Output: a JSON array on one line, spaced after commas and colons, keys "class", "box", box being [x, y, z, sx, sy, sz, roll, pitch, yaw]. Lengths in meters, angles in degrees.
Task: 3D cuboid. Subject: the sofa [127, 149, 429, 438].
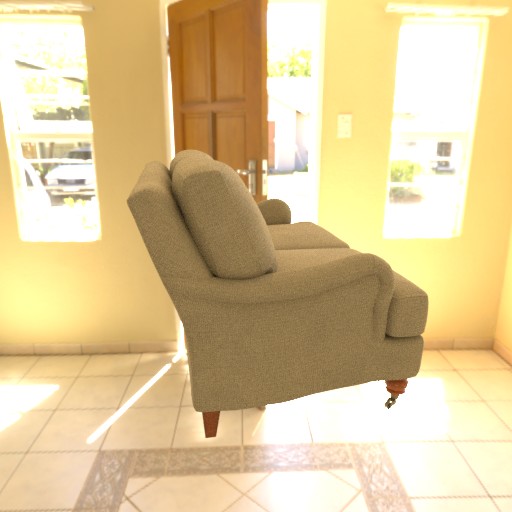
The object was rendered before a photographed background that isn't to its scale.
[{"class": "sofa", "box": [0.000, 0.000, 2.220, 1.087, 0.999, 1.480, -3, 16, -11]}]
